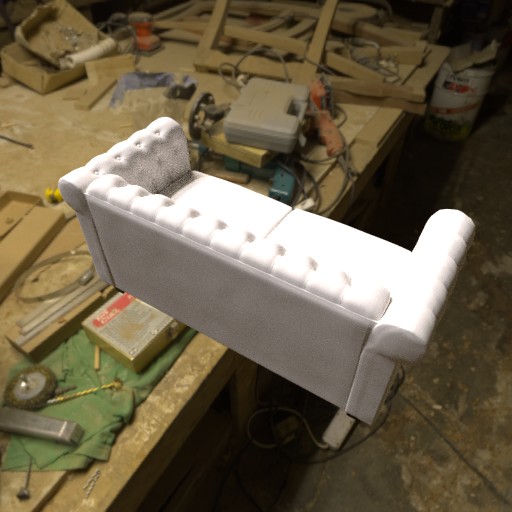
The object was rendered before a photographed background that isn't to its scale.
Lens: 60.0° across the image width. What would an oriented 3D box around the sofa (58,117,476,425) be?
[{"bbox_3d":[0.000,0.000,2.252,1.798,0.796,0.771,23,49,22],"label":"sofa"}]
